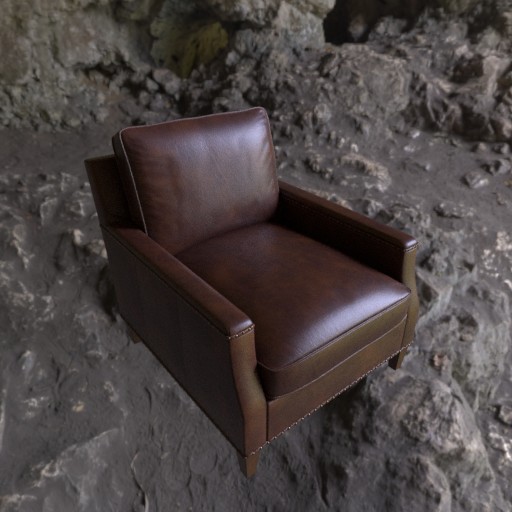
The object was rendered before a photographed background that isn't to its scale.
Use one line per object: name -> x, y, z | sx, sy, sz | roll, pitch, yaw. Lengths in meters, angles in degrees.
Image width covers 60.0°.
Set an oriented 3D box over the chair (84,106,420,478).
chair -> 0.000, 0.000, 1.697 | 0.853, 0.929, 1.014 | -21, 36, -33
